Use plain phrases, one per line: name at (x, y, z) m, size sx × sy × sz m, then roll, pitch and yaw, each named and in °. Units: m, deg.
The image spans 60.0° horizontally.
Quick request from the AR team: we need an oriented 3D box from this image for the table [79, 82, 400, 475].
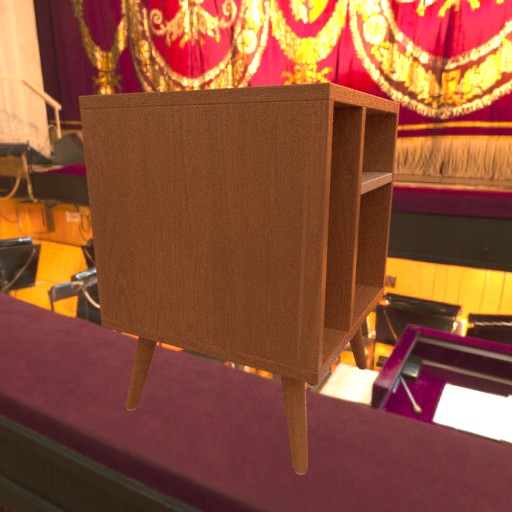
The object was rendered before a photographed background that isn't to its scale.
table at (0.000, 0.000, 0.827) m, size 0.400 × 0.550 × 0.400 m, roll 8°, pitch 17°, yaw 27°
